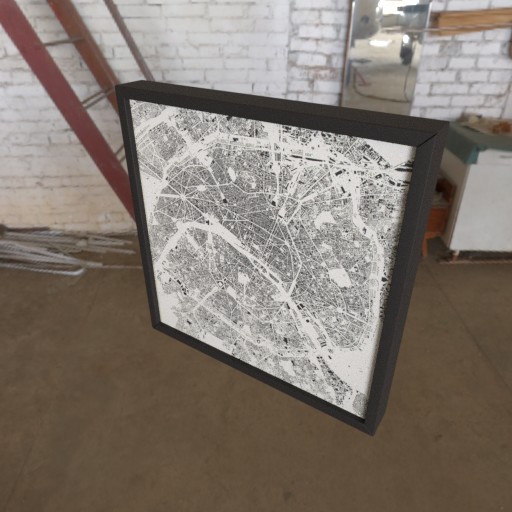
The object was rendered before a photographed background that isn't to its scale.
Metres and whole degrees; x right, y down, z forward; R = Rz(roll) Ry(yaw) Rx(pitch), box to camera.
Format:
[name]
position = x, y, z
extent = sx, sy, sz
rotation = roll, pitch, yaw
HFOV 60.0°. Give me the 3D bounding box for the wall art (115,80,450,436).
[wall art]
position = 0.000, 0.000, 0.450
extent = 0.305, 0.305, 0.037
rotation = 19, 36, 28
